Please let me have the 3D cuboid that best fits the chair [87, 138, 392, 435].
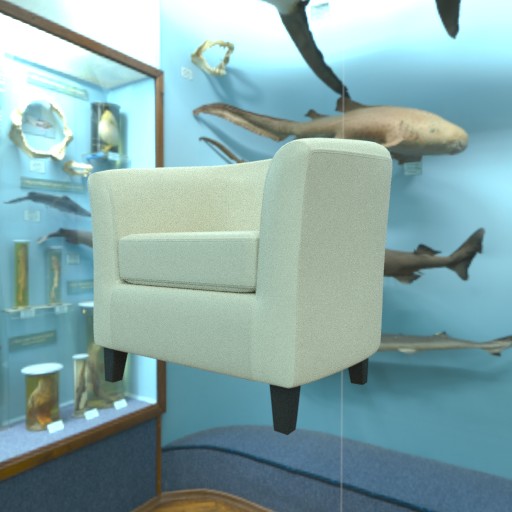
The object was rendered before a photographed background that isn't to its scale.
[{"bbox_3d":[0.000,0.000,1.415,0.792,0.756,0.727,1,2,36],"label":"chair"}]
